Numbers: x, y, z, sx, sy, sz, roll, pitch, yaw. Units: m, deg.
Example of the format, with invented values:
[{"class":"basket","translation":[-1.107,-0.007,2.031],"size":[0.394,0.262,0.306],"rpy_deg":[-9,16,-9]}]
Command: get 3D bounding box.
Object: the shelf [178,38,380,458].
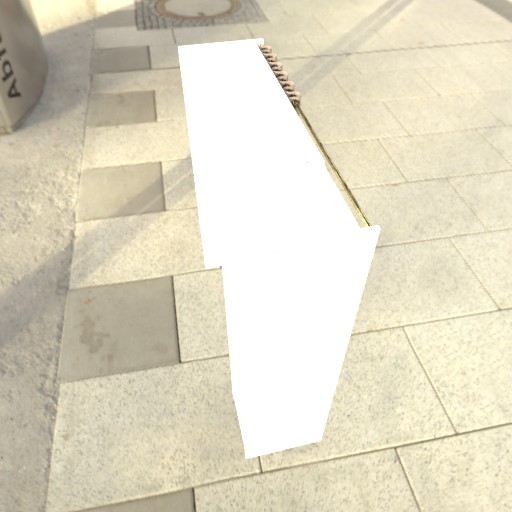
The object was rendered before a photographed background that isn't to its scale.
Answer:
[{"class":"shelf","translation":[0.000,0.000,2.597],"size":[0.500,1.820,1.600],"rpy_deg":[-10,48,-9]}]
